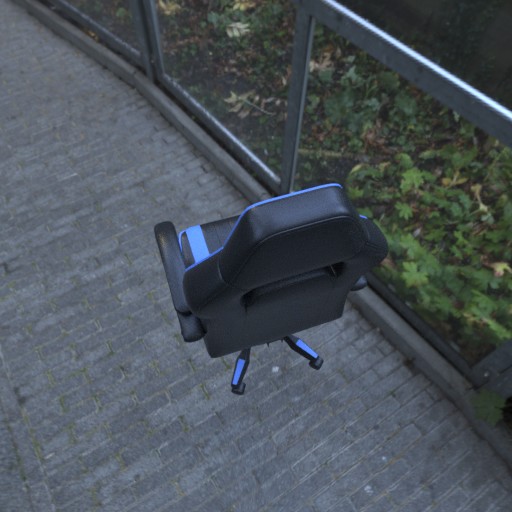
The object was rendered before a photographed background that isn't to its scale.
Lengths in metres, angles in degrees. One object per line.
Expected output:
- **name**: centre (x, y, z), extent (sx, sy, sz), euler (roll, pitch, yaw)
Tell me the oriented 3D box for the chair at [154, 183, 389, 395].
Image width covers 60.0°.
- **chair**: centre (0.000, 0.000, 1.652), extent (0.700, 1.280, 0.700), euler (-16, 59, -10)
